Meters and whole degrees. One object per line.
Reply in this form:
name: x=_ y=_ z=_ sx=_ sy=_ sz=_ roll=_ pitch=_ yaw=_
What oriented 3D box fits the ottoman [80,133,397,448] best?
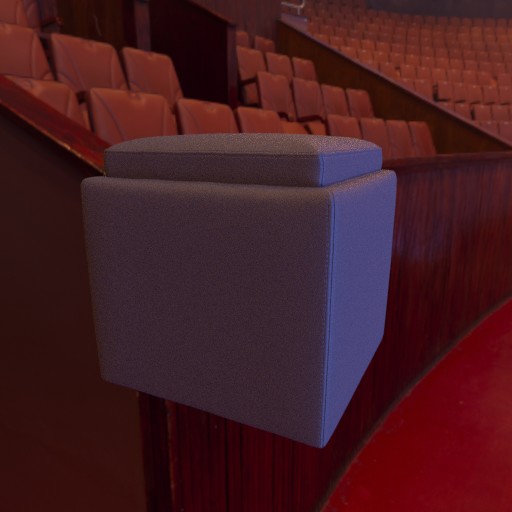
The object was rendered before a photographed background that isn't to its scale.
ottoman: x=0.000 y=0.000 z=0.863 sx=0.451 sy=0.460 sz=0.450 roll=7 pitch=16 yaw=26
